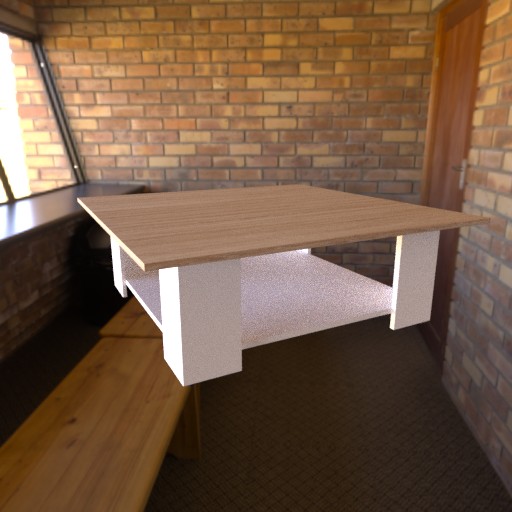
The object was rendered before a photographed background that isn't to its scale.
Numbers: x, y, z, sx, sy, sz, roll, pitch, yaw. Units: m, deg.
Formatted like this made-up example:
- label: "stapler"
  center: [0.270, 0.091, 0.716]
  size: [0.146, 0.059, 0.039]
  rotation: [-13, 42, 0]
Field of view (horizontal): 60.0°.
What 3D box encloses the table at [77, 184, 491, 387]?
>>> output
- label: "table"
  center: [0.000, 0.000, 1.354]
  size: [0.890, 0.305, 0.890]
  rotation: [-8, 17, -27]
